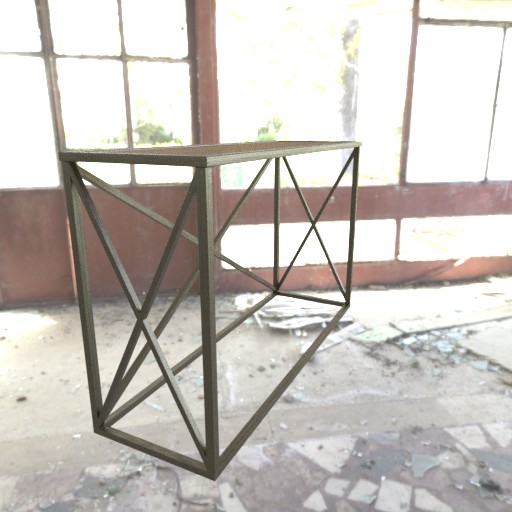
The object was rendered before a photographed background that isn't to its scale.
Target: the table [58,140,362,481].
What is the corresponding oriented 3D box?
[{"bbox_3d":[0.000,0.000,1.550,0.402,0.753,1.216,8,18,26],"label":"table"}]
